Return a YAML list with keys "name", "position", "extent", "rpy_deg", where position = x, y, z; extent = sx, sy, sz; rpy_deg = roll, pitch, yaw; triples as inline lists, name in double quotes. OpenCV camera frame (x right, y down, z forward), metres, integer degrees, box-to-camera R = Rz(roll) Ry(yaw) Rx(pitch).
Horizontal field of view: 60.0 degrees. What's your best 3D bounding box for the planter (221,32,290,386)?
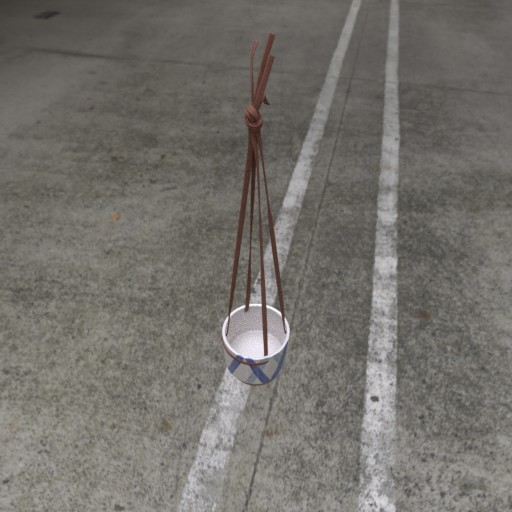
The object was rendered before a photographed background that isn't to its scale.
- name: "planter"
  position: [0.000, 0.000, 0.825]
  extent: [0.153, 0.753, 0.157]
  rpy_deg: [10, 46, 9]
